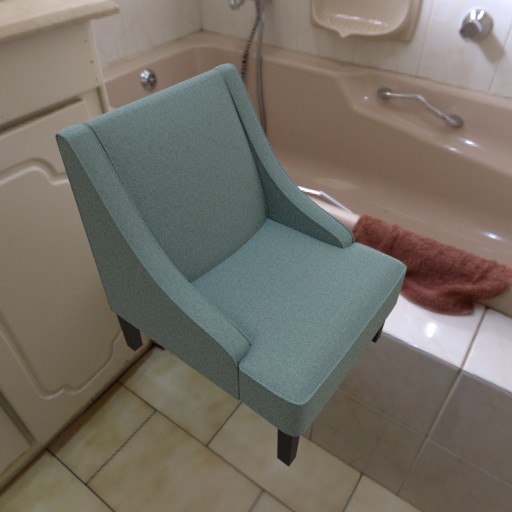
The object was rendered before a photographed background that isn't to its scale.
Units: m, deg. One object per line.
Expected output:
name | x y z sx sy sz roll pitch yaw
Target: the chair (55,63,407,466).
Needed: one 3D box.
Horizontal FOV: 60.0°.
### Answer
chair | 0.000 0.000 1.822 1.025 1.133 0.857 27 48 27
